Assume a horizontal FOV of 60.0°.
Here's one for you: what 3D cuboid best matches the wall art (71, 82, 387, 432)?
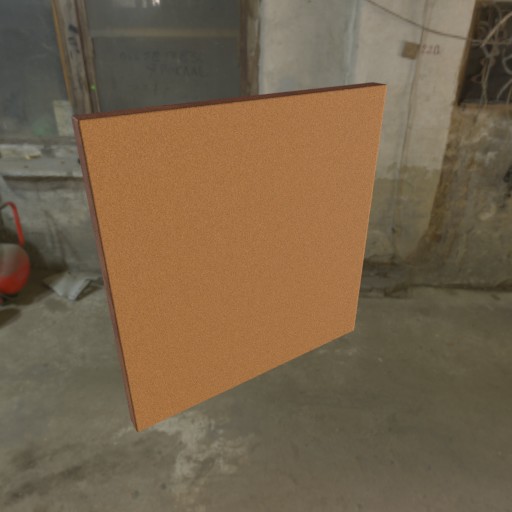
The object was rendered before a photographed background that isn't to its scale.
[{"bbox_3d":[0.000,0.000,0.837,0.554,0.572,0.037,-18,34,-28],"label":"wall art"}]
